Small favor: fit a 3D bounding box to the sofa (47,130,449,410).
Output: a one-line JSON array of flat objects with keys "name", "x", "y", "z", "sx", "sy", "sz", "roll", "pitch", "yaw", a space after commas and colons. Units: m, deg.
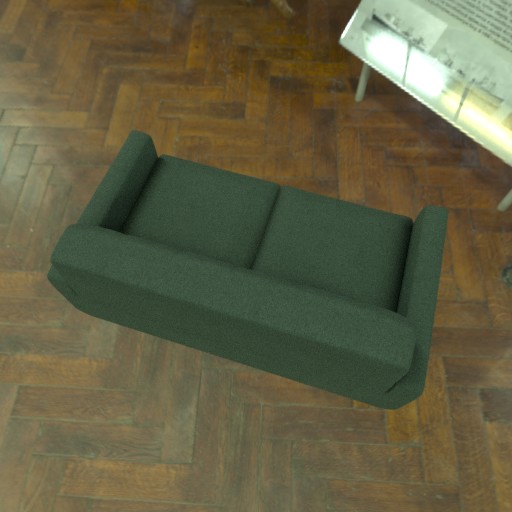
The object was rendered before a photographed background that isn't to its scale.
[{"name": "sofa", "x": 0.000, "y": 0.000, "z": 2.122, "sx": 1.631, "sy": 0.841, "sz": 0.909, "roll": 16, "pitch": 64, "yaw": 8}]
